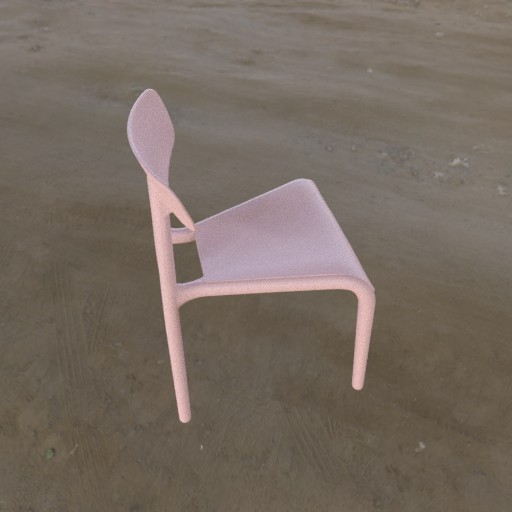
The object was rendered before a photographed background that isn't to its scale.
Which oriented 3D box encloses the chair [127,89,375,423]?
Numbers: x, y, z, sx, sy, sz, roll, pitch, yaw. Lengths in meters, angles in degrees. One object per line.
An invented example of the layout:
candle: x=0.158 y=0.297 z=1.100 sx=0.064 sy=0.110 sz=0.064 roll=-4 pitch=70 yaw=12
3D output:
chair: x=0.000 y=0.000 z=0.848 sx=0.401 sy=0.580 sz=0.356 roll=-10 pitch=47 yaw=-10
